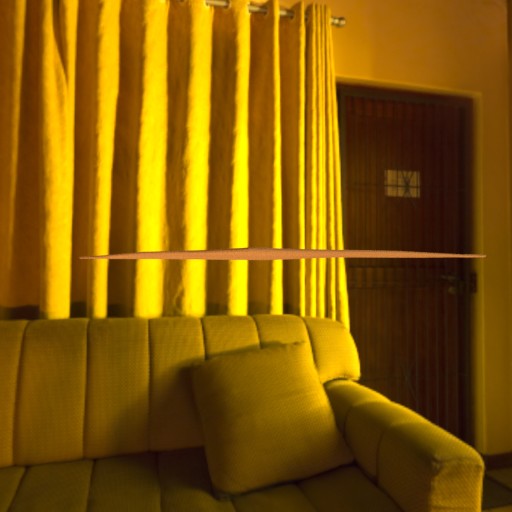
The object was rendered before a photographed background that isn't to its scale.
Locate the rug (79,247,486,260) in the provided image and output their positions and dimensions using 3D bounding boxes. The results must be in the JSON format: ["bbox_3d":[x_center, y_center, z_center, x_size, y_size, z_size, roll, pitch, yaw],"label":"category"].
[{"bbox_3d":[0.000,0.000,4.244,2.434,0.045,3.202,1,-1,-36],"label":"rug"}]
